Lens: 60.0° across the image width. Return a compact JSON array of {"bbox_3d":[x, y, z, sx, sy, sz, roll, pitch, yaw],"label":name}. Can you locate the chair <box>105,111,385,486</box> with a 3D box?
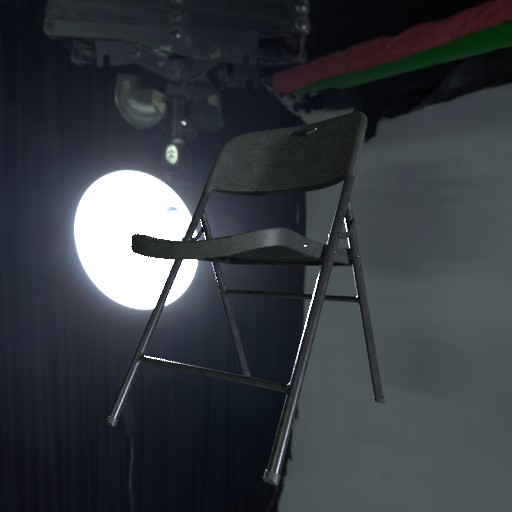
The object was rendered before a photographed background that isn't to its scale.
[{"bbox_3d":[0.000,0.000,1.147,0.494,0.810,0.566,0,0,36],"label":"chair"}]
